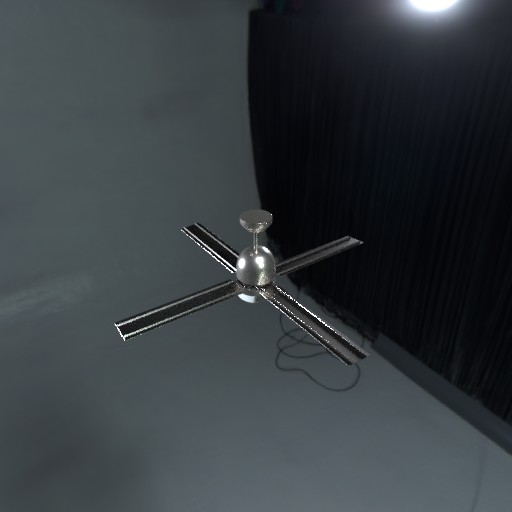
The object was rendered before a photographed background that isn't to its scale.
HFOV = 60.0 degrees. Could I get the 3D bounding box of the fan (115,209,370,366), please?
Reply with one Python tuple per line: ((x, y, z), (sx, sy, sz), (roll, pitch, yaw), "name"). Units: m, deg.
((0.000, 0.000, 2.055), (1.346, 0.406, 1.346), (-21, 37, -31), "fan")
